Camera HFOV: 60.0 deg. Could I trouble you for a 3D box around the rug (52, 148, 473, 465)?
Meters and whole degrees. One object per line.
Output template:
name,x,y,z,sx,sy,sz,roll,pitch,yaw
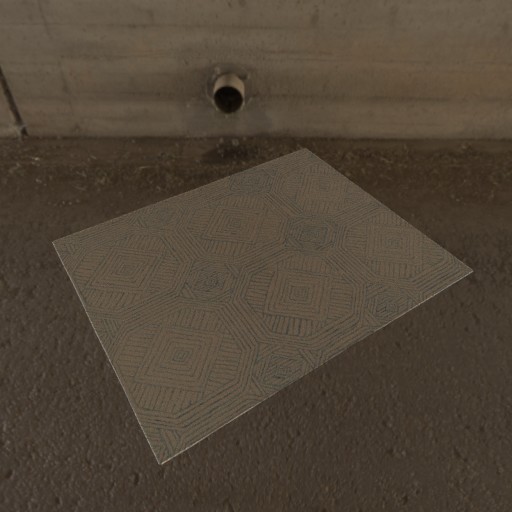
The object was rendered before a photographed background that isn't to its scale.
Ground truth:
rug,0.000,0.000,4.098,3.049,0.015,2.457,-25,50,-23
